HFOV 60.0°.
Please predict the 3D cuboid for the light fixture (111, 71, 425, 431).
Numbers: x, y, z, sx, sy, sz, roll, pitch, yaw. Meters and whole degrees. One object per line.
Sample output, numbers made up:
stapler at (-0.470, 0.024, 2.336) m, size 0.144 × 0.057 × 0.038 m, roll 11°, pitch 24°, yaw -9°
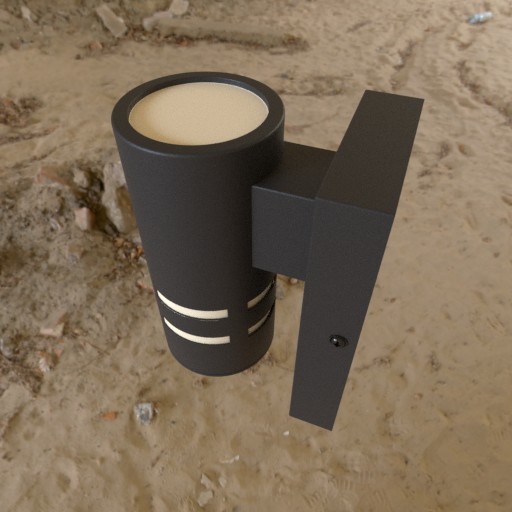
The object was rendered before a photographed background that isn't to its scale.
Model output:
light fixture at (0.000, 0.000, 0.263) m, size 0.138 × 0.179 × 0.098 m, roll 15°, pitch 48°, yaw 15°
